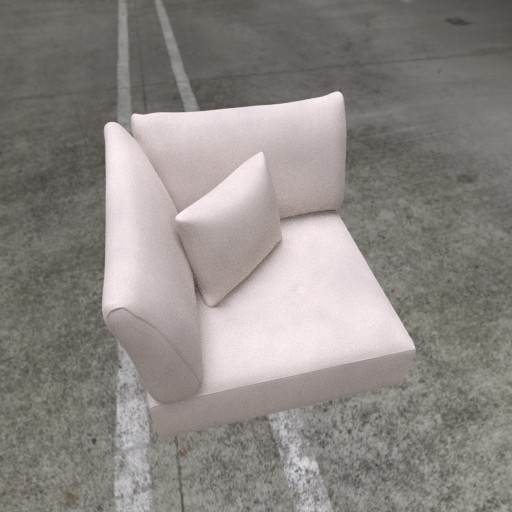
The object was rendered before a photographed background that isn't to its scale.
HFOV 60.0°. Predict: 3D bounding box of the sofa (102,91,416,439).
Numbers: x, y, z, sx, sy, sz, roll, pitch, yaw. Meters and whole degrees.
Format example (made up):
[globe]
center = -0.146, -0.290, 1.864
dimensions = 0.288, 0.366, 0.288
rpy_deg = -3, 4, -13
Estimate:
[sofa]
center = 0.000, 0.000, 1.740
dimensions = 1.000, 0.820, 1.000
rpy_deg = -10, 46, -9
